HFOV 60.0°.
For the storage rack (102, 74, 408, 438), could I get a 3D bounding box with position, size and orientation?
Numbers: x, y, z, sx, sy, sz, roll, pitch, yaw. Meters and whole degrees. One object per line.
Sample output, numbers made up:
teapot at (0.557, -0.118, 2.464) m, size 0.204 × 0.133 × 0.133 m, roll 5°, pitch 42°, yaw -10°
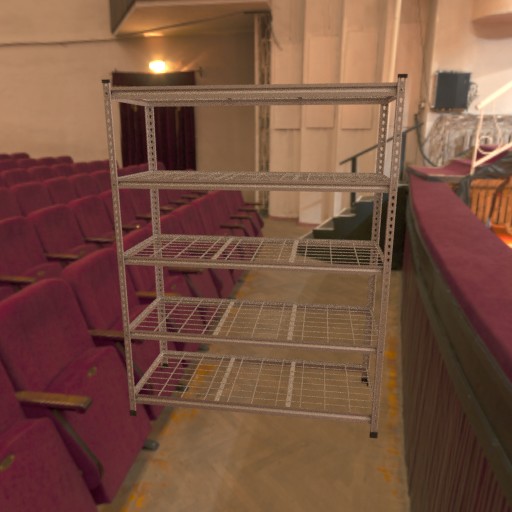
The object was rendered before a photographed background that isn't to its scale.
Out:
storage rack at (0.000, 0.000, 2.720) m, size 1.524 × 1.981 × 0.610 m, roll 2°, pitch 15°, yaw 8°
